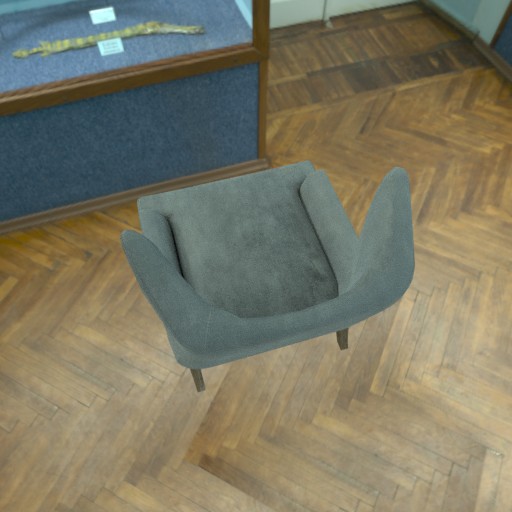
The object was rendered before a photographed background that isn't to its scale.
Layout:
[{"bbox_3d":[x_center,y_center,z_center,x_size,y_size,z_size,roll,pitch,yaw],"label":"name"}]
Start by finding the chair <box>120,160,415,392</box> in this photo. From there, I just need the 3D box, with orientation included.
[{"bbox_3d":[0.000,0.000,1.616,0.784,0.950,0.906,-14,59,-9],"label":"chair"}]
